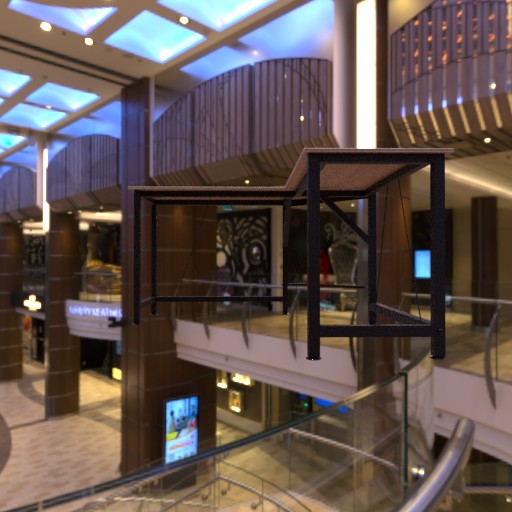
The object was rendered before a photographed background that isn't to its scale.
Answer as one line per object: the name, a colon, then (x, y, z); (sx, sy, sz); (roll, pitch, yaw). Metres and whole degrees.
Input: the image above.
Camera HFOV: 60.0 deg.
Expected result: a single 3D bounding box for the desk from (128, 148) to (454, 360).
desk: (0.000, 0.000, 2.279); (1.400, 0.762, 1.400); (0, 0, -1)
